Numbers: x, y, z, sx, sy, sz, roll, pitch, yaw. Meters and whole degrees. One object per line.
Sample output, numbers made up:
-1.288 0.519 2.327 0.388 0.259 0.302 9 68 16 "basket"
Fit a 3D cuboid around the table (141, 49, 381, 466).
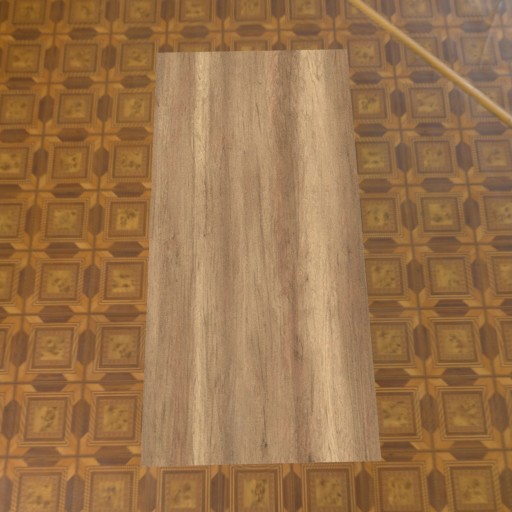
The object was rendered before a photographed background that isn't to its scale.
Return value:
0.000 0.000 2.258 0.900 0.790 1.800 -1 76 0 "table"
